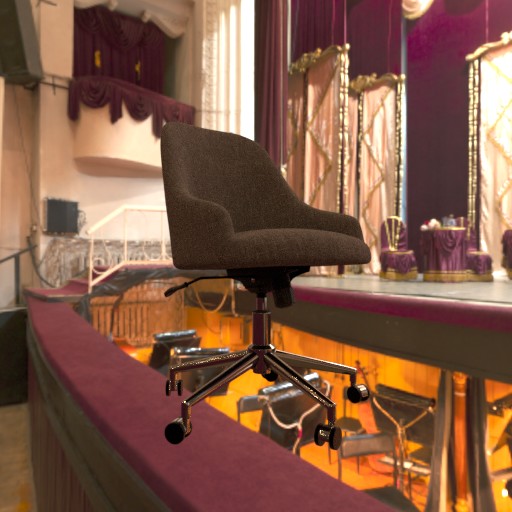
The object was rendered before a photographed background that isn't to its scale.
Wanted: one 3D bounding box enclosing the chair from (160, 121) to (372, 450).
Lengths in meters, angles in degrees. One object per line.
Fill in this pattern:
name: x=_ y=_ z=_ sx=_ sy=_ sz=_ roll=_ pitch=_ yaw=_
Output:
chair: x=0.000 y=0.000 z=1.372 sx=0.671 sy=0.950 sz=0.712 roll=0 pitch=0 yaw=-38
